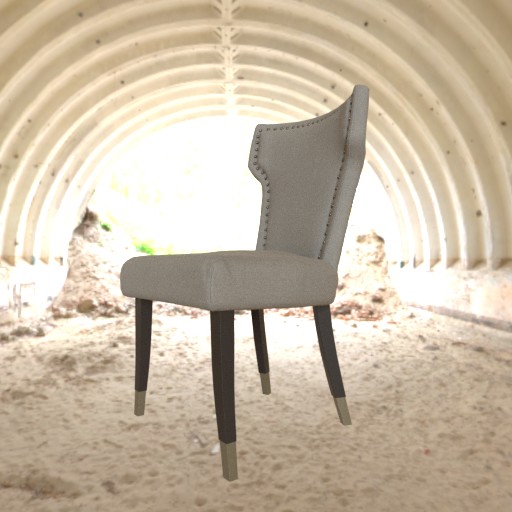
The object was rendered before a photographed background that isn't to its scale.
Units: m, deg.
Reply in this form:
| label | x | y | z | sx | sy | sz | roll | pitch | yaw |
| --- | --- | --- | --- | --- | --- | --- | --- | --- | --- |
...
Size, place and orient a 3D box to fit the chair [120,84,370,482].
| label | x | y | z | sx | sy | sz | roll | pitch | yaw |
| --- | --- | --- | --- | --- | --- | --- | --- | --- | --- |
| chair | 0.000 | 0.000 | 1.293 | 0.630 | 0.955 | 0.526 | 1 | -1 | -37 |
